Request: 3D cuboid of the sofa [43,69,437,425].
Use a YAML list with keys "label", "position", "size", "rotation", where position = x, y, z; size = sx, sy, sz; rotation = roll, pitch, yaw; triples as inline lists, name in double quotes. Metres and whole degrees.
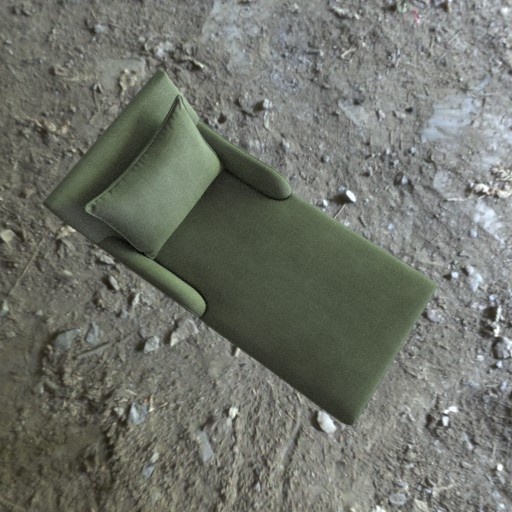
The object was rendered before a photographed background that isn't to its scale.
- label: "sofa"
  position: [0.000, 0.000, 2.358]
  size: [1.779, 0.859, 0.894]
  rotation: [34, 78, 8]
